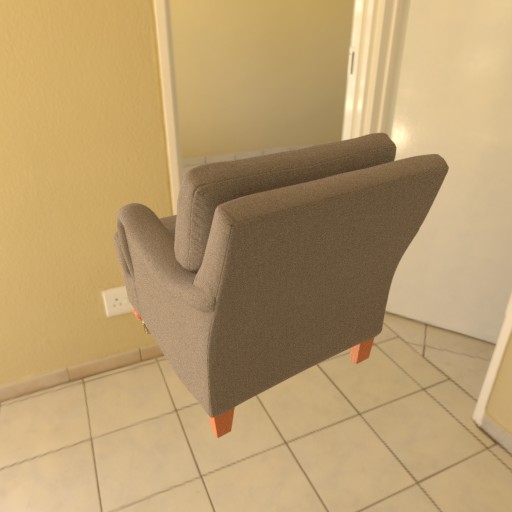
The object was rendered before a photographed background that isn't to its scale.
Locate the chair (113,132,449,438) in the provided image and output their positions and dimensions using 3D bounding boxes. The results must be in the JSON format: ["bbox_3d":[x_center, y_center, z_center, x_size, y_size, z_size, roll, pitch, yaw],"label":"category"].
[{"bbox_3d":[0.000,0.000,1.874,0.955,1.038,1.070,-18,33,-29],"label":"chair"}]
